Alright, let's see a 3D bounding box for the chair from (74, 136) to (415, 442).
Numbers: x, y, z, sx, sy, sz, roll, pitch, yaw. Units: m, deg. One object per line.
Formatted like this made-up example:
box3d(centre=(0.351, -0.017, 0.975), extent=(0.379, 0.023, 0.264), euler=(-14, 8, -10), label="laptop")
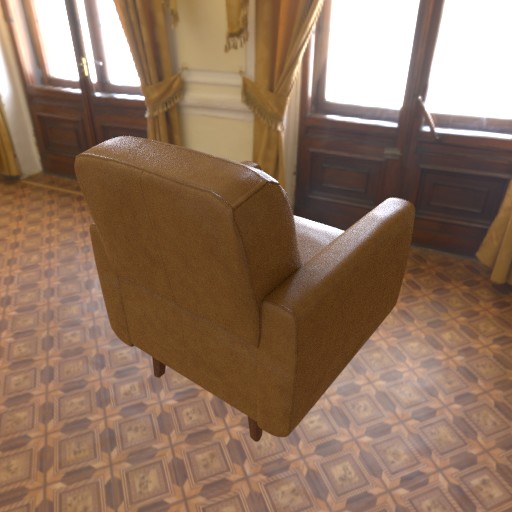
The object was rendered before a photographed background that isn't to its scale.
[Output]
box3d(centre=(0.000, 0.000, 1.625), extent=(0.845, 0.968, 0.942), euler=(21, 37, 31), label="chair")
